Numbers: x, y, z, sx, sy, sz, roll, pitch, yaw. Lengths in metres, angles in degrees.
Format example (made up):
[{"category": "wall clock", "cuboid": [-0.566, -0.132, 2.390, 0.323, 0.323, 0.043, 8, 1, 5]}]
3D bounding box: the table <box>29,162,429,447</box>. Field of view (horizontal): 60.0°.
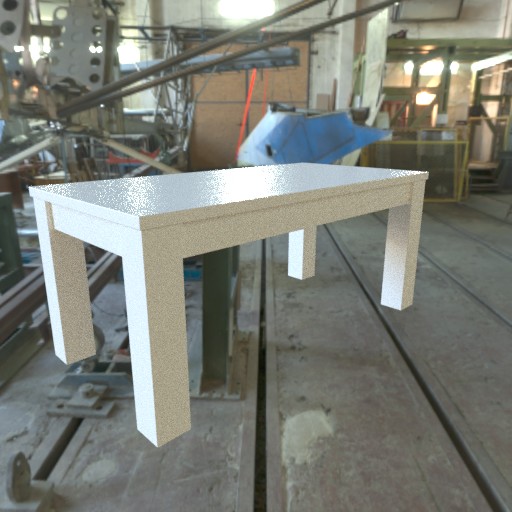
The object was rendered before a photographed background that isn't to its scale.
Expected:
[{"category": "table", "cuboid": [0.000, 0.000, 2.273, 1.800, 0.790, 0.900, -15, 22, -42]}]
